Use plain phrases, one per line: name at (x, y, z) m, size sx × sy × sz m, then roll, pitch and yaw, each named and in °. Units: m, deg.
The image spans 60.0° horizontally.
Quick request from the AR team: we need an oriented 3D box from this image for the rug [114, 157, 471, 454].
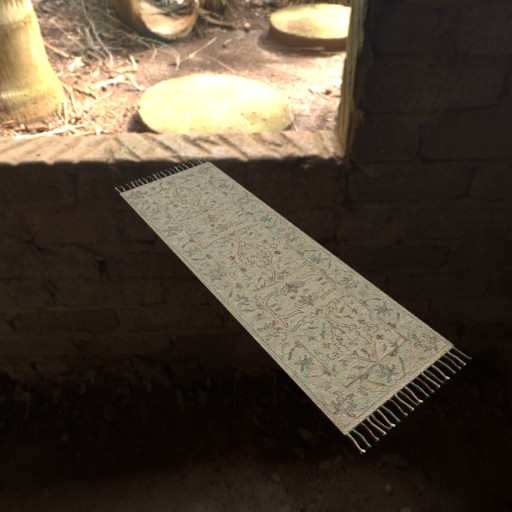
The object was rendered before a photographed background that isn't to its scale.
rug at (0.000, 0.000, 2.683) m, size 0.769 × 0.013 × 2.440 m, roll -27°, pitch 48°, yaw -27°
